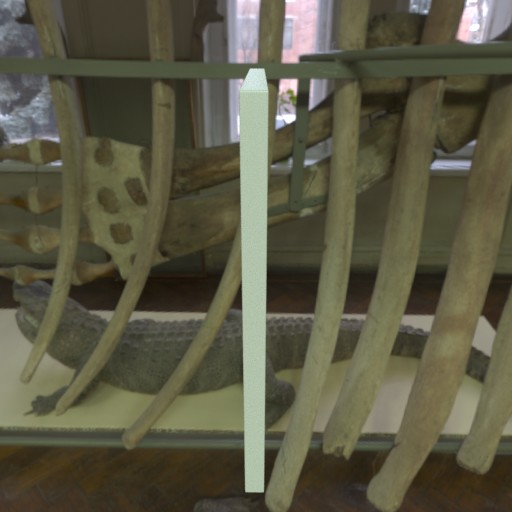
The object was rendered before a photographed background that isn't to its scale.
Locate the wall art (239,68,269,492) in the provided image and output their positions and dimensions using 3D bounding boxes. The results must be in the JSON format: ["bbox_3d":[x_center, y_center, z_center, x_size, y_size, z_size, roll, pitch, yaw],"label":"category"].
[{"bbox_3d":[0.000,0.000,0.738,0.028,0.556,0.454,0,25,0],"label":"wall art"}]
